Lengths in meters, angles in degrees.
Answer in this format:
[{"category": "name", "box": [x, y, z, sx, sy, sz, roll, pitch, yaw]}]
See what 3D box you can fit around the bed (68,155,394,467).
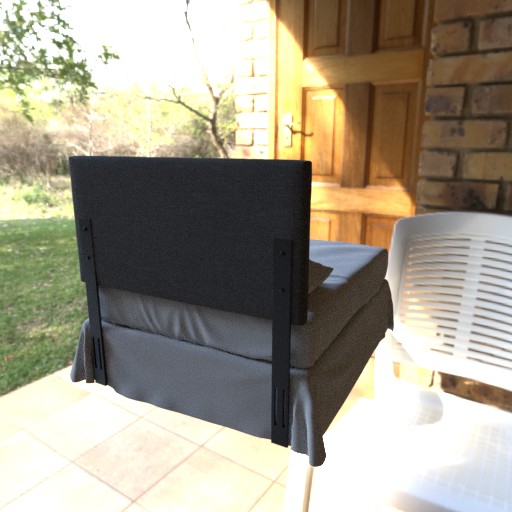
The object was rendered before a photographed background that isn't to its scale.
[{"category": "bed", "box": [0.000, 0.000, 3.496, 1.936, 1.577, 2.222, 7, 16, 27]}]
